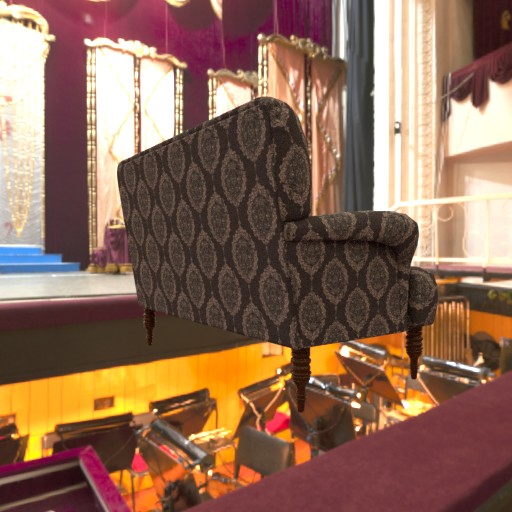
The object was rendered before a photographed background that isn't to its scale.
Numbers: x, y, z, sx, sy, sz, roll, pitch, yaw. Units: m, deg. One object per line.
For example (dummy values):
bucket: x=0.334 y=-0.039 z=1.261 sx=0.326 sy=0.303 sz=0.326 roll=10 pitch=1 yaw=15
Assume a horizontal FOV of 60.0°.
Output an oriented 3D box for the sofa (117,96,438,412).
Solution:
sofa: x=0.000 y=0.000 z=1.828 sx=0.779 sy=0.867 sz=1.297 roll=-1 pitch=1 yaw=-36
